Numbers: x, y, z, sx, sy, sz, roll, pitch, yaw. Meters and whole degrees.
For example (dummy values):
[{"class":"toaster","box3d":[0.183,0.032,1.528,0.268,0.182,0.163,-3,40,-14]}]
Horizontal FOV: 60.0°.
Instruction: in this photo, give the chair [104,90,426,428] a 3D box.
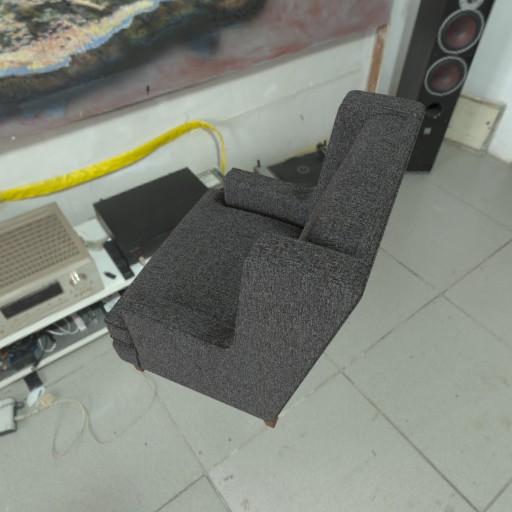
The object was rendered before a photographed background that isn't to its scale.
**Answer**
[{"class":"chair","box3d":[0.000,0.000,1.797,0.927,1.082,0.942,18,49,16]}]
